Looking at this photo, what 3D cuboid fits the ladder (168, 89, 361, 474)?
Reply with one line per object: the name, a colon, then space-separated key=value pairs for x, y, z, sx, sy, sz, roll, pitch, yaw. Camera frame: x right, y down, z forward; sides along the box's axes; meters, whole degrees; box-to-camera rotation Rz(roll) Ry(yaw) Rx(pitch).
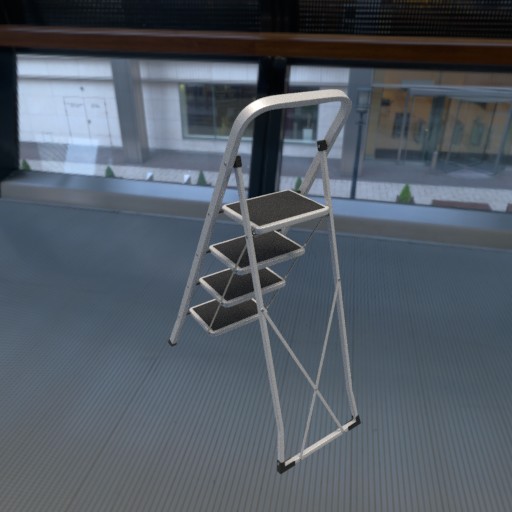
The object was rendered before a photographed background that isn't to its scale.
ladder: x=0.000 y=0.000 z=1.728 sx=0.460 sy=1.265 sz=0.914 roll=-18 pitch=33 yaw=-30
